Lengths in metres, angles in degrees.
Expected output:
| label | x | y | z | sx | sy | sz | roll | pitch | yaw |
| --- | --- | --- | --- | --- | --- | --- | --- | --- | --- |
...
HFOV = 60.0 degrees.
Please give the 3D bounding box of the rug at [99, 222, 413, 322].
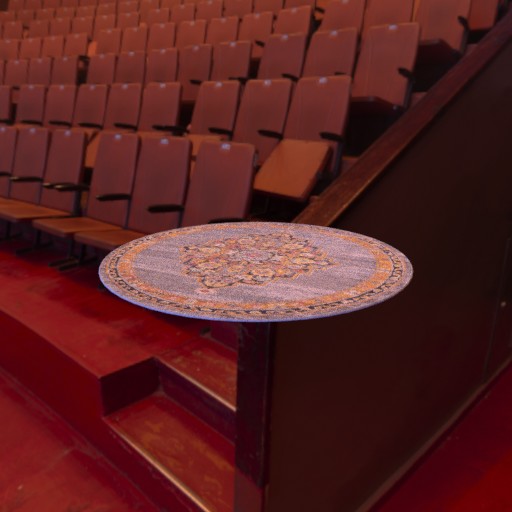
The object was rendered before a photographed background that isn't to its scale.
| label | x | y | z | sx | sy | sz | roll | pitch | yaw |
| --- | --- | --- | --- | --- | --- | --- | --- | --- | --- |
| rug | 0.000 | 0.000 | 3.545 | 2.382 | 0.014 | 2.382 | 0 | 17 | 0 |
